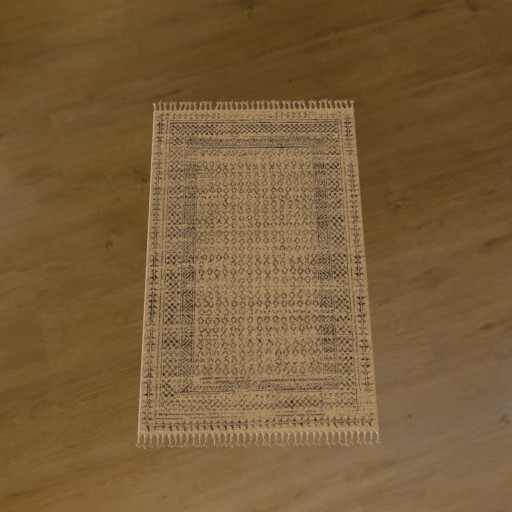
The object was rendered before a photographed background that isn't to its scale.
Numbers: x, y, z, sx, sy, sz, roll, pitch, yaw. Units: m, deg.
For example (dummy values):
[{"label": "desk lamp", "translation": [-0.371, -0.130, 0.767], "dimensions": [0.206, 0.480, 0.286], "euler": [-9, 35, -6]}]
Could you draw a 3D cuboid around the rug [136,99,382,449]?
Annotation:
[{"label": "rug", "translation": [0.000, 0.000, 3.090], "dimensions": [1.548, 0.013, 2.486], "euler": [-1, 75, 0]}]
